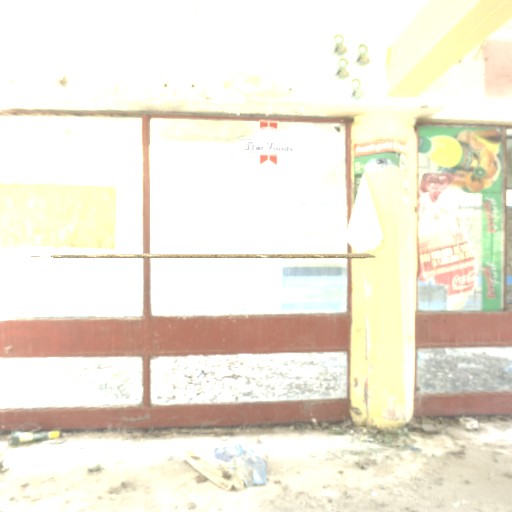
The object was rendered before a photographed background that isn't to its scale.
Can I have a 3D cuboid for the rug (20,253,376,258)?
[{"bbox_3d":[0.000,0.000,3.185,1.664,0.029,2.615,0,0,16],"label":"rug"}]
